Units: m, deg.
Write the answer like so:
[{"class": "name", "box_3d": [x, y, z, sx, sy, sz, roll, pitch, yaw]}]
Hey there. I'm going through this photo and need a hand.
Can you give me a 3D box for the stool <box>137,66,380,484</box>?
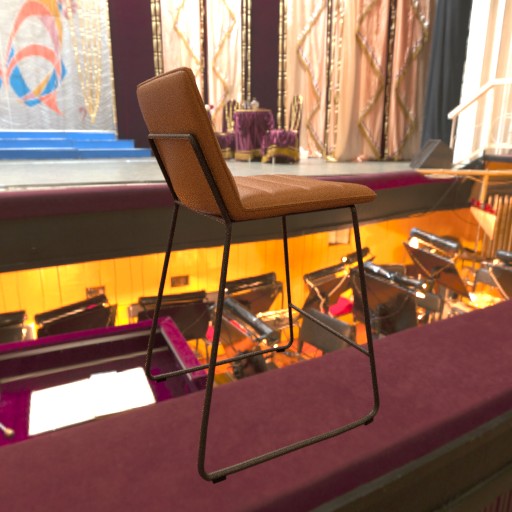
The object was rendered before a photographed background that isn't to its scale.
[{"class": "stool", "box_3d": [0.000, 0.000, 1.173, 0.524, 0.866, 0.489, -8, 17, -26]}]
